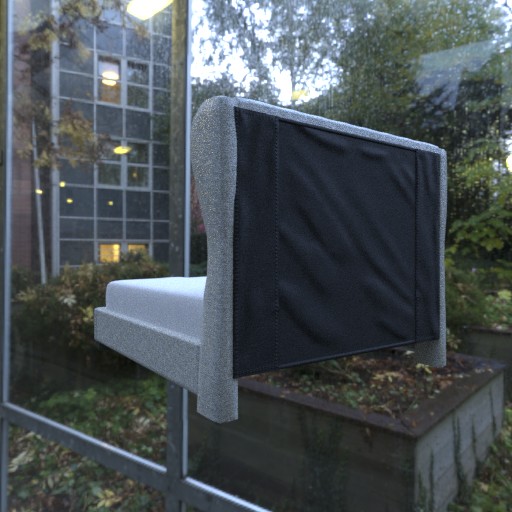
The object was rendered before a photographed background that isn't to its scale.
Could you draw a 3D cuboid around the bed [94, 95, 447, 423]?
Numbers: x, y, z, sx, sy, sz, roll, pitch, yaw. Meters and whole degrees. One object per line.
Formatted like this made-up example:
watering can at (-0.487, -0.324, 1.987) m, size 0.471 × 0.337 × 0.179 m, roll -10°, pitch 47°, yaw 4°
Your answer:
bed at (0.000, 0.000, 3.914) m, size 2.219 × 1.771 × 2.347 m, roll 0°, pitch 0°, yaw -36°
